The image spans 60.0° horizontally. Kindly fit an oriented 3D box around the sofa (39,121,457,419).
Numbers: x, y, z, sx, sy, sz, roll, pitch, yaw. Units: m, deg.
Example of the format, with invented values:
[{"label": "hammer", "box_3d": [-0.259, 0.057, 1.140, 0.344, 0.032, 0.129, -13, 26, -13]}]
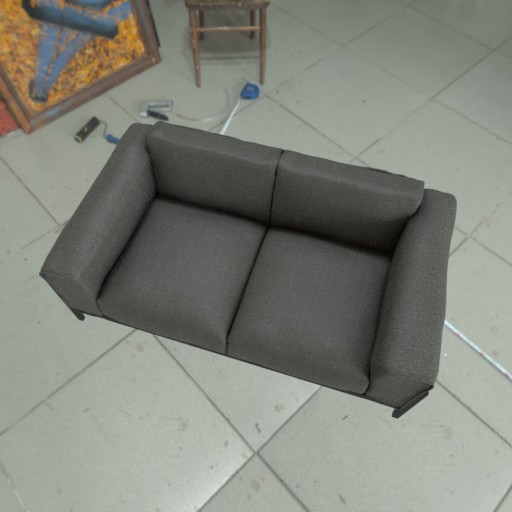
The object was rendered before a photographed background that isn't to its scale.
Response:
[{"label": "sofa", "box_3d": [0.000, 0.000, 2.151, 1.690, 0.656, 0.960, 15, 60, 9]}]
